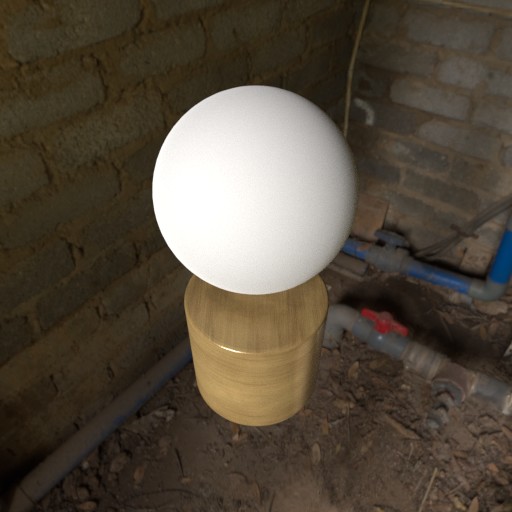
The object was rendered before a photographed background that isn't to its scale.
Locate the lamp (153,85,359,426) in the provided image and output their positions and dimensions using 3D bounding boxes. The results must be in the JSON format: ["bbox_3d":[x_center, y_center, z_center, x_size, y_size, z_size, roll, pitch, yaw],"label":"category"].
[{"bbox_3d":[0.000,0.000,0.344,0.141,0.250,0.152,0,42,0],"label":"lamp"}]
